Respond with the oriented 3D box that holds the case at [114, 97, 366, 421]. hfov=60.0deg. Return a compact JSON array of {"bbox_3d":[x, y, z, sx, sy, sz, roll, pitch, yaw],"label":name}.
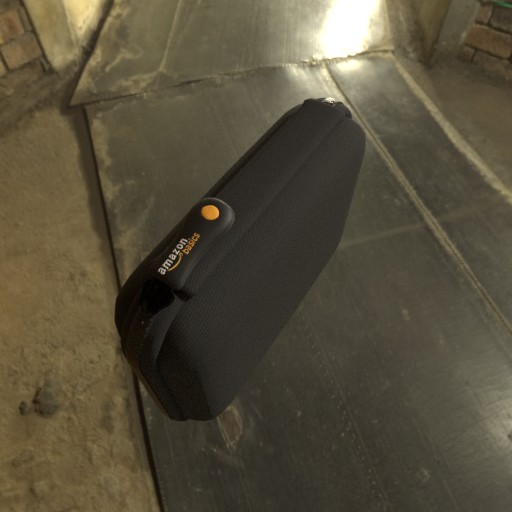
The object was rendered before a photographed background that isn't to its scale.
[{"bbox_3d":[0.000,0.000,0.181,0.038,0.105,0.132,29,61,18],"label":"case"}]
